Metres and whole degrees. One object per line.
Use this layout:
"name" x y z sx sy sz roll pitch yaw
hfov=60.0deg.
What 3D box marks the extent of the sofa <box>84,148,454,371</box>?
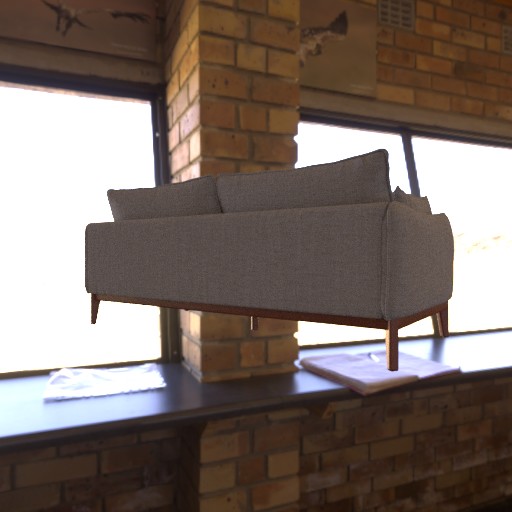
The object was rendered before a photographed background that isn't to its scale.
"sofa" 0.000 0.000 2.541 1.989 0.851 0.972 0 0 36
